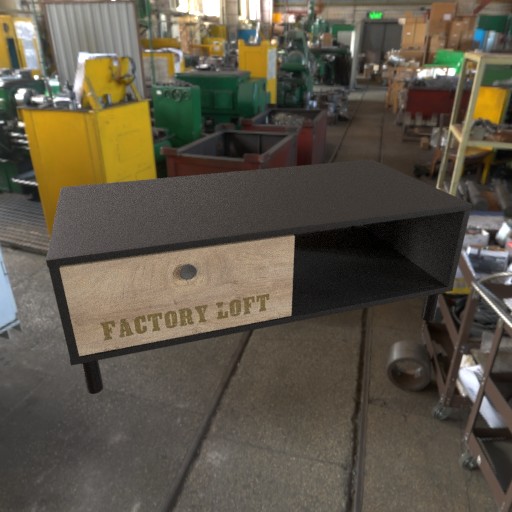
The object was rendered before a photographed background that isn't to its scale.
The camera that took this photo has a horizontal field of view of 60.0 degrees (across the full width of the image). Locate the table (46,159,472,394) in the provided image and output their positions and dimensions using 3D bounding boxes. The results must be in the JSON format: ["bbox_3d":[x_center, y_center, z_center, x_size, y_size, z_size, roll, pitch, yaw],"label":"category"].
[{"bbox_3d":[0.000,0.000,1.396,1.100,0.400,0.550,-8,28,-16],"label":"table"}]
